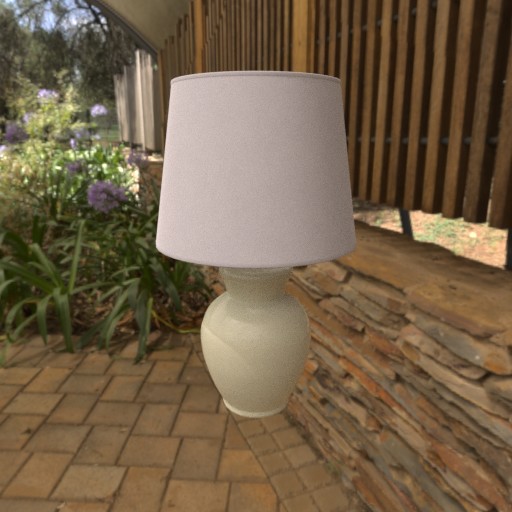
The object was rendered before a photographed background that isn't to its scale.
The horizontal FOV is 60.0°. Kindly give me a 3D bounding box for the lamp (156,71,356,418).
[{"bbox_3d":[0.000,0.000,0.547,0.239,0.399,0.239,0,15,0],"label":"lamp"}]
